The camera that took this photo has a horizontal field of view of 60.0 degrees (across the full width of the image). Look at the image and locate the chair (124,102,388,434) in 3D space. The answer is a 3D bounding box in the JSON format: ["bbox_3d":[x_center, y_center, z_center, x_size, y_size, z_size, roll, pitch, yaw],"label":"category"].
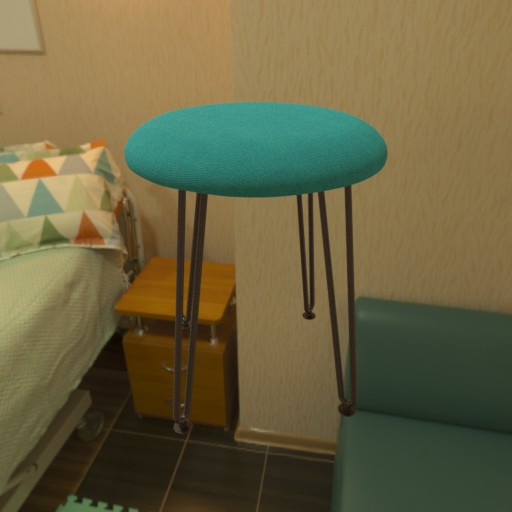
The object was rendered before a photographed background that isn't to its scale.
[{"bbox_3d":[0.000,0.000,0.689,0.350,0.430,0.350,-9,29,-17],"label":"chair"}]
